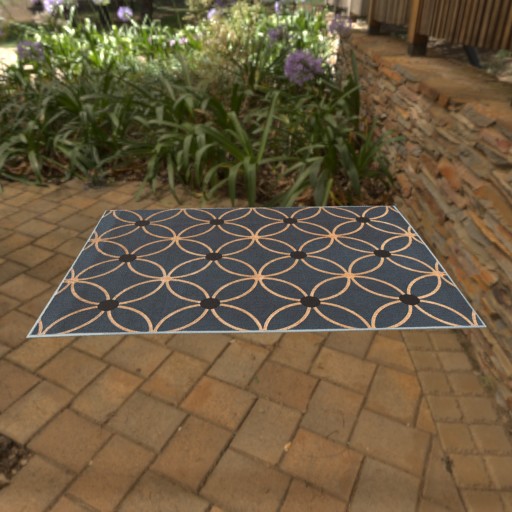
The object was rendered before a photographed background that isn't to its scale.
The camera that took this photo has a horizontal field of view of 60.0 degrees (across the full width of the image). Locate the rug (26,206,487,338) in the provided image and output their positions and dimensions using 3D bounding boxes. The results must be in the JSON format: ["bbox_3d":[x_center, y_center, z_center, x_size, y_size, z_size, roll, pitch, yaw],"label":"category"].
[{"bbox_3d":[0.000,0.000,2.839,2.284,0.008,1.522,-1,30,-2],"label":"rug"}]
